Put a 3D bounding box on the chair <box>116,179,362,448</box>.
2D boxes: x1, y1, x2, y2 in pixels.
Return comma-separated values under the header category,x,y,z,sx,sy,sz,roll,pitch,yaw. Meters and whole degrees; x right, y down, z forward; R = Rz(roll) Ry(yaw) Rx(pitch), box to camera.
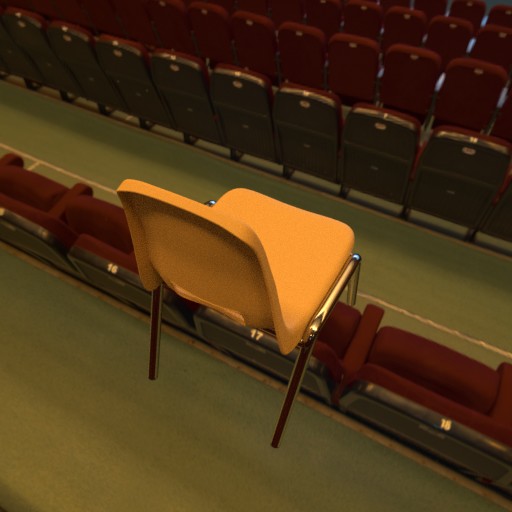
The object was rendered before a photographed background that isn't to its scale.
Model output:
category,x,y,z,sx,sy,sz,roll,pitch,yaw
chair,0.000,0.000,0.845,0.354,0.586,0.423,22,52,18
